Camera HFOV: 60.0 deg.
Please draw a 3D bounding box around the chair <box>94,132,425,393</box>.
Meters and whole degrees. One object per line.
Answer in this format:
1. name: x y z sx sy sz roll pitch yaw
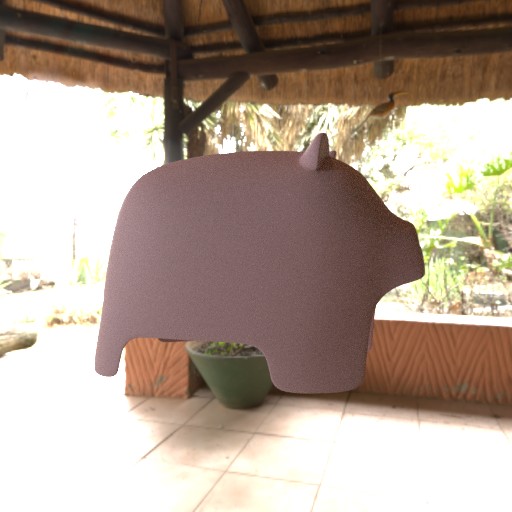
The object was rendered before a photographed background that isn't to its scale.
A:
1. chair: 0.000 0.000 0.870 0.619 0.423 0.364 0 0 17
